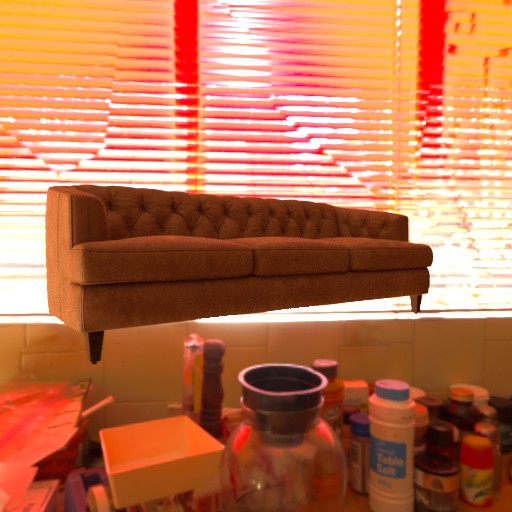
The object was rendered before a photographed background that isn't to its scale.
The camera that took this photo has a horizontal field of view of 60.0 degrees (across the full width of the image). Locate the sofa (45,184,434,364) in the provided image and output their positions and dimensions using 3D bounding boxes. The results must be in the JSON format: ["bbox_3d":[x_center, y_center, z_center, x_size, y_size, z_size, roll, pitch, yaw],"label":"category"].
[{"bbox_3d":[0.000,0.000,2.617,2.257,0.791,0.922,-1,2,-36],"label":"sofa"}]
